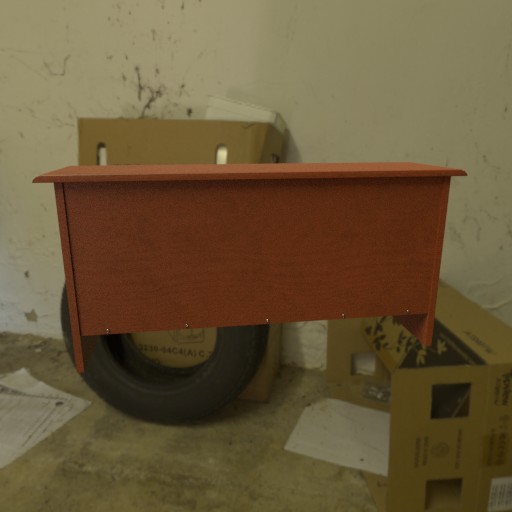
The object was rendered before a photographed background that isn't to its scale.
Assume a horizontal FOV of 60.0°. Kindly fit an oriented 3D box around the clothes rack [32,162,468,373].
[{"bbox_3d":[0.000,0.000,1.510,1.251,0.594,0.362,-2,16,-8],"label":"clothes rack"}]
